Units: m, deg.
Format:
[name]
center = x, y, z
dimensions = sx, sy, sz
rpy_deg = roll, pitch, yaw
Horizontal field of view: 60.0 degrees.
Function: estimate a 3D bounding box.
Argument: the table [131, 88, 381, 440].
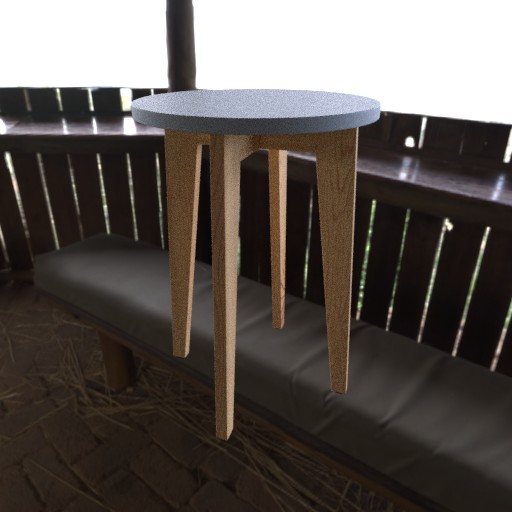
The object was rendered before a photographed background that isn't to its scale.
[table]
center = 0.000, 0.000, 0.748
dimensions = 0.350, 0.500, 0.350
rpy_deg = 0, 26, 0
